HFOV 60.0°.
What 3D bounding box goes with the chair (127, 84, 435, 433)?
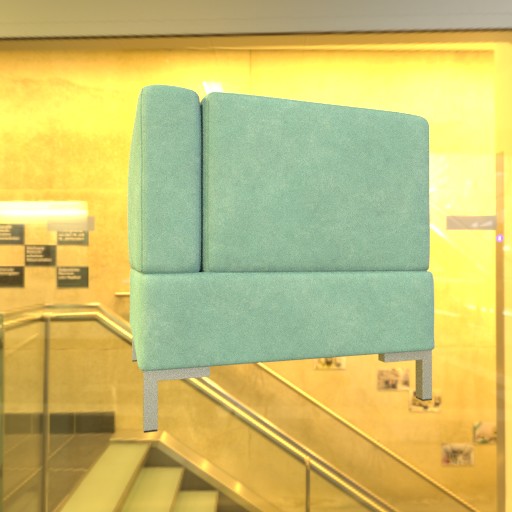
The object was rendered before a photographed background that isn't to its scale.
[{"bbox_3d":[0.000,0.000,1.224,0.680,0.660,0.680,0,-1,-18],"label":"chair"}]
